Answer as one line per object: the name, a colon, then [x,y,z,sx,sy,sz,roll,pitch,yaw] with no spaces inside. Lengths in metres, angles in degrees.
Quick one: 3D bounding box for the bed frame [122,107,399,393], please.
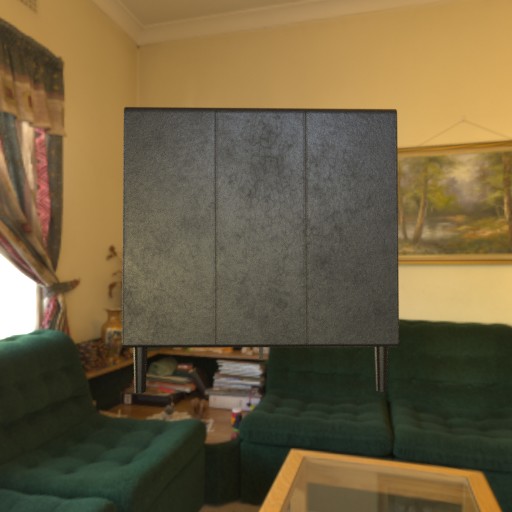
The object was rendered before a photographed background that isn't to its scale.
bed frame: [0.000,0.000,2.524,1.038,1.046,2.152,0,-1,-1]
